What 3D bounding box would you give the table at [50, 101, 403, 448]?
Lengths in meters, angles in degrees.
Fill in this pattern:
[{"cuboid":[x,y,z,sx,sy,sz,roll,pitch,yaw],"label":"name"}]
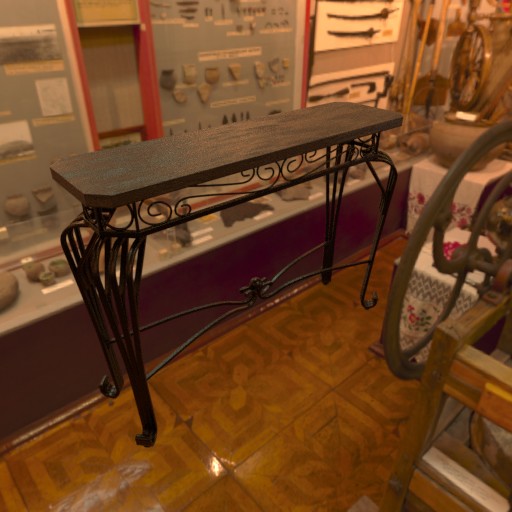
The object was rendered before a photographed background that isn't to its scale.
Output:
[{"cuboid":[0.000,0.000,1.460,1.112,0.800,0.329,-23,38,-33],"label":"table"}]
